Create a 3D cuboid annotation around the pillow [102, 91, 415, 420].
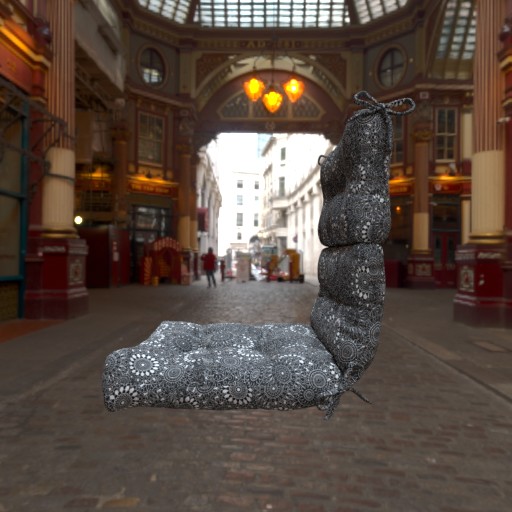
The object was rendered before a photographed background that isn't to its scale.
[{"bbox_3d":[0.000,0.000,1.022,0.571,0.605,0.519,0,0,1],"label":"pillow"}]
